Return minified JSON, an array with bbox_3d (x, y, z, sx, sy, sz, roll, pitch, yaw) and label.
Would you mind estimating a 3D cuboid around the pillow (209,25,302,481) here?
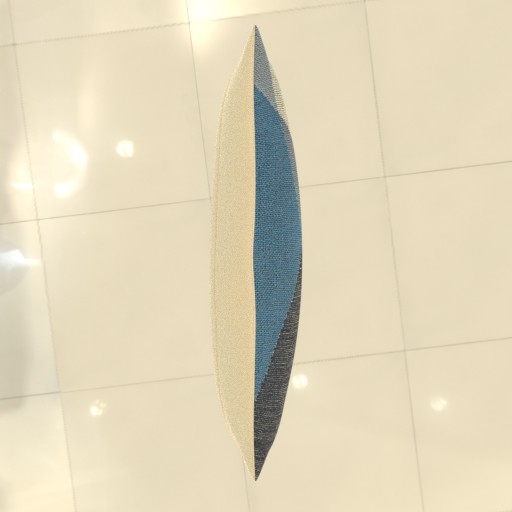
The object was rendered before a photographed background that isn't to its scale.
[{"bbox_3d":[0.000,0.000,0.719,0.148,0.307,0.604,0,91,0],"label":"pillow"}]
